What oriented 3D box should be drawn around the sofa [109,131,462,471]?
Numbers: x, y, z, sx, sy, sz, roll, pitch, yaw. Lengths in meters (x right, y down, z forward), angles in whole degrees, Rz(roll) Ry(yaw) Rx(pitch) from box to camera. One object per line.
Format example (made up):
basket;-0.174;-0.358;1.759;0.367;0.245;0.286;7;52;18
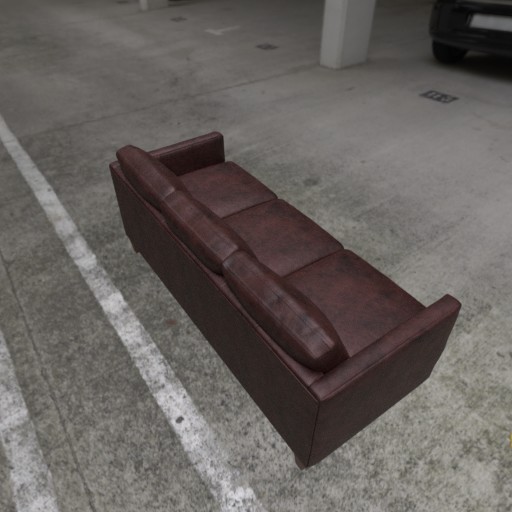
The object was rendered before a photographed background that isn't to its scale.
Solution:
sofa;0.000;0.000;3.034;1.045;1.006;2.464;-25;47;-26
